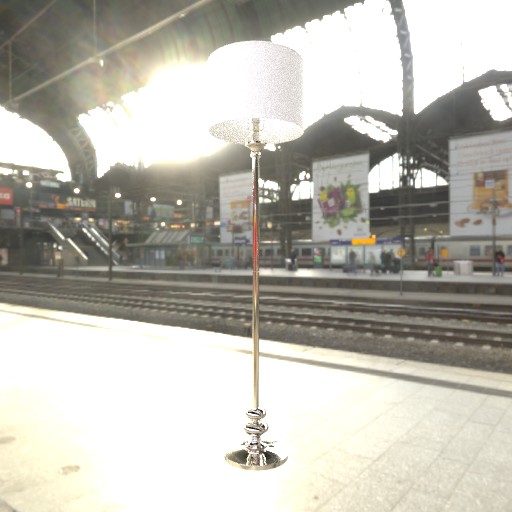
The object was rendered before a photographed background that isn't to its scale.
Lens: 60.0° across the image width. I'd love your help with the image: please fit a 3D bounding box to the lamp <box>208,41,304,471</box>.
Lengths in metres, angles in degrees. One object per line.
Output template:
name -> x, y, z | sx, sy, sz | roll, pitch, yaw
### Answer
lamp -> 0.000, 0.000, 1.654 | 0.356, 1.487, 0.356 | 0, 0, 35
